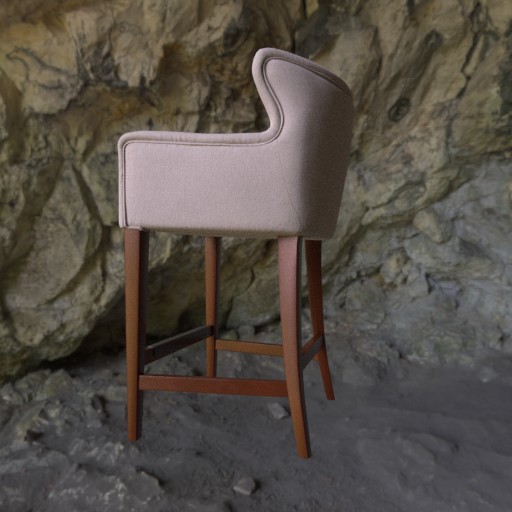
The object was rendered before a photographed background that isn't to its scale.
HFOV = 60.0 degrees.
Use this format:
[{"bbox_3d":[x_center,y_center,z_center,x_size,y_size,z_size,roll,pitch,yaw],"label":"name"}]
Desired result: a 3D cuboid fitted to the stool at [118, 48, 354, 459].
[{"bbox_3d":[0.000,0.000,1.315,0.570,0.951,0.601,0,0,18],"label":"stool"}]
